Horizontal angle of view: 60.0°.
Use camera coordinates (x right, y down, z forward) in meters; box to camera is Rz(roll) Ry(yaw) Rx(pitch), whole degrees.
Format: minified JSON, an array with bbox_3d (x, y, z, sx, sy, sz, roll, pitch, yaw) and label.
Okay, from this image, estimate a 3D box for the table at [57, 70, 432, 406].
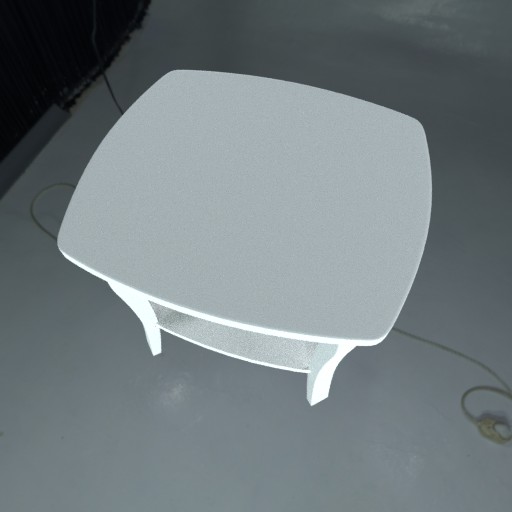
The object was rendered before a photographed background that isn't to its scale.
[{"bbox_3d":[0.000,0.000,0.835,0.502,0.438,0.451,15,60,9],"label":"table"}]
